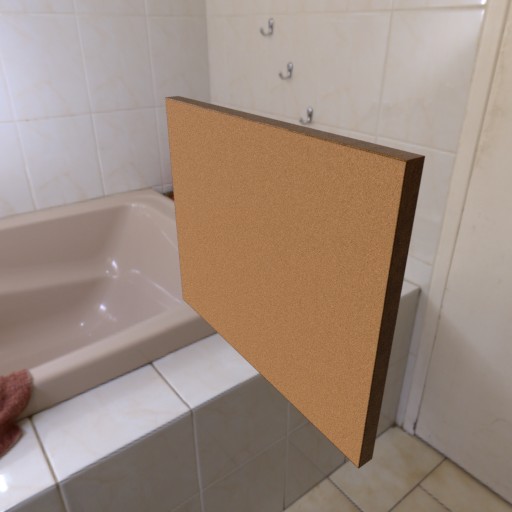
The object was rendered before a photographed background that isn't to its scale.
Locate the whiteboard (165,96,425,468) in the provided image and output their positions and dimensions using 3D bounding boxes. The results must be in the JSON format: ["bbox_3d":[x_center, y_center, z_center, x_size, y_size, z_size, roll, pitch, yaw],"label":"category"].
[{"bbox_3d":[0.000,0.000,0.756,0.029,0.457,0.561,-18,32,-31],"label":"whiteboard"}]
